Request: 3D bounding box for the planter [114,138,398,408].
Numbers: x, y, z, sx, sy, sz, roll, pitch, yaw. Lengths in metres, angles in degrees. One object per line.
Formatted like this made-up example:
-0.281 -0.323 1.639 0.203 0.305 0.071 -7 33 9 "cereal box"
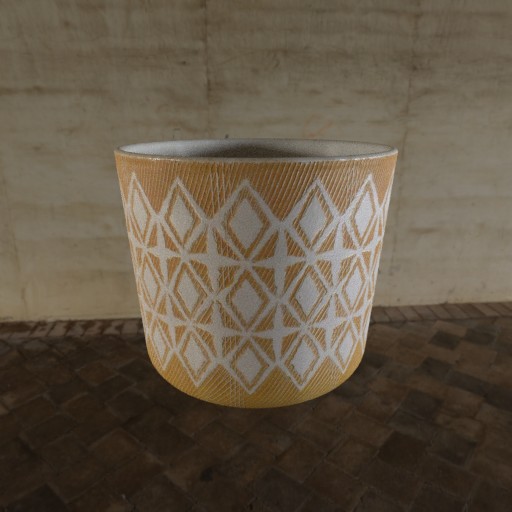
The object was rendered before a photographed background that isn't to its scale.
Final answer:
0.000 0.000 0.340 0.193 0.165 0.193 0 18 0 "planter"
